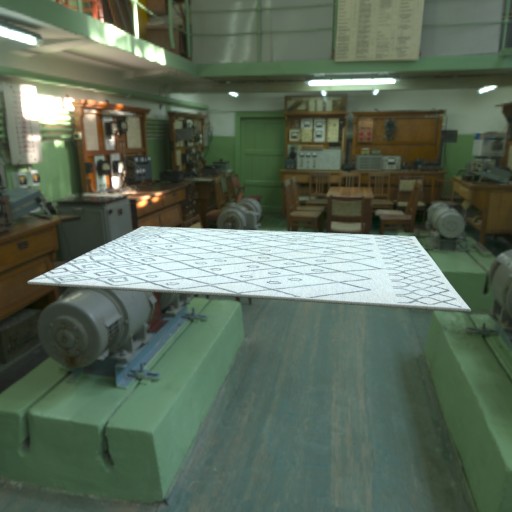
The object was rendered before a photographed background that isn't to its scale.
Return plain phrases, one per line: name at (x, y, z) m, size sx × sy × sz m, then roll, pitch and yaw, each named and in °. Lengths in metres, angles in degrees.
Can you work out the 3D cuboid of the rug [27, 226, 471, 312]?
rug at (0.000, 0.000, 2.369) m, size 1.828 × 0.015 × 1.222 m, roll 3°, pitch 16°, yaw 10°
